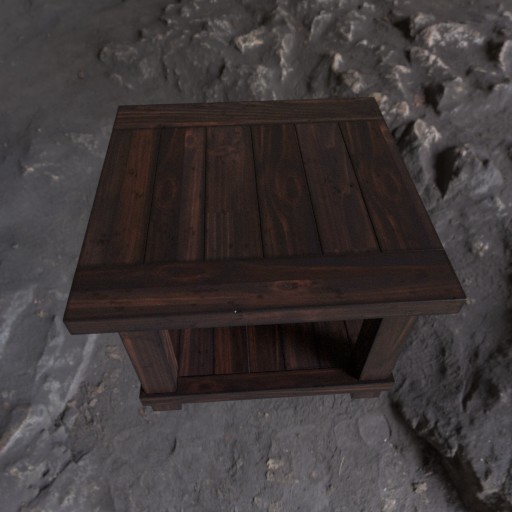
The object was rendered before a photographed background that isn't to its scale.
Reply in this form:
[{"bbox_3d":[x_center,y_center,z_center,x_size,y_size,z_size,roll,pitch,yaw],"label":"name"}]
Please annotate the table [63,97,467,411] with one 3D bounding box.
[{"bbox_3d":[0.000,0.000,1.018,0.606,0.437,0.593,-3,49,-2],"label":"table"}]
